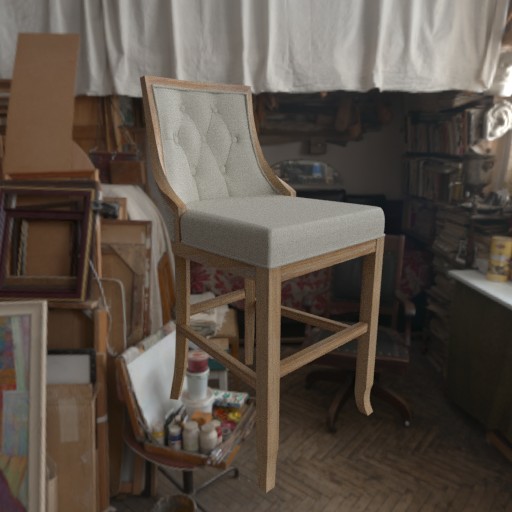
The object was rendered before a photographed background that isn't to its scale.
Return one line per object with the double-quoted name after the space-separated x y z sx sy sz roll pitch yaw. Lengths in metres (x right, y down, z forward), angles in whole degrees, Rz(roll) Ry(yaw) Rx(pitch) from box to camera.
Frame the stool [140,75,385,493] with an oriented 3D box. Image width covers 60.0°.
0.000 0.000 1.435 0.524 1.101 0.626 -14 21 -42 "stool"
